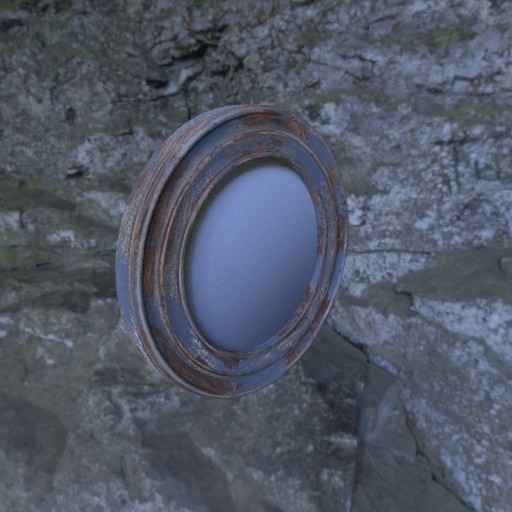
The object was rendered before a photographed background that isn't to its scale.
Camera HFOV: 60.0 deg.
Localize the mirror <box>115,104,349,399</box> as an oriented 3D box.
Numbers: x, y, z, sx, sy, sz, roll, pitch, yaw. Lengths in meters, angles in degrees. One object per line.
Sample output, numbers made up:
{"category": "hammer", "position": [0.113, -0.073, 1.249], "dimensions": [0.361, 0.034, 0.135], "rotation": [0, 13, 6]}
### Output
{"category": "mirror", "position": [0.000, 0.000, 0.903], "dimensions": [0.585, 0.585, 0.061], "rotation": [-14, 20, -43]}
